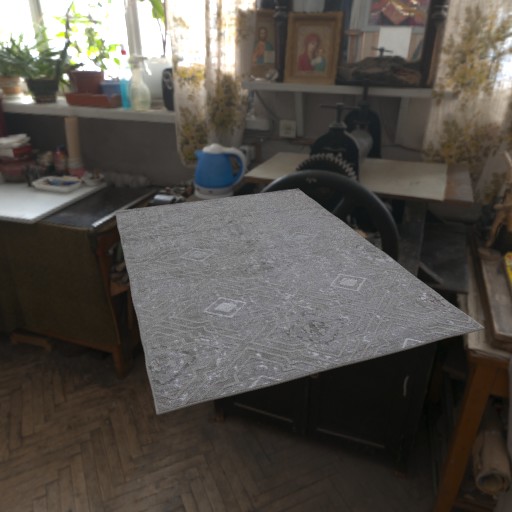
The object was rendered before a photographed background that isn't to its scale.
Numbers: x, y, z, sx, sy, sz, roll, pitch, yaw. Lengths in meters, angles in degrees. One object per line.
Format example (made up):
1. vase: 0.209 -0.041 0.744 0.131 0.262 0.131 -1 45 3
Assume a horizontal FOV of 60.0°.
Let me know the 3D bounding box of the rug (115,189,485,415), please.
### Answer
1. rug: 0.000 0.000 4.347 2.448 0.020 3.359 -10 29 -17
